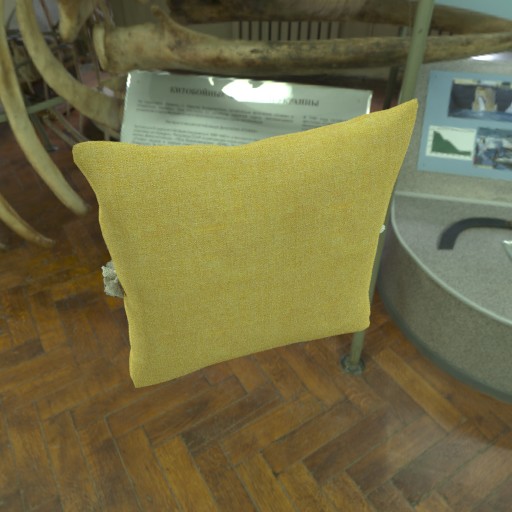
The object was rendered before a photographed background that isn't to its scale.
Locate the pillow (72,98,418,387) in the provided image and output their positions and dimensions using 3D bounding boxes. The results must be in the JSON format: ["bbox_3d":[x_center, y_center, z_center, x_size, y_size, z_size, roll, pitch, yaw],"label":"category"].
[{"bbox_3d":[0.000,0.000,0.732,0.485,0.481,0.167,-11,41,-13],"label":"pillow"}]
